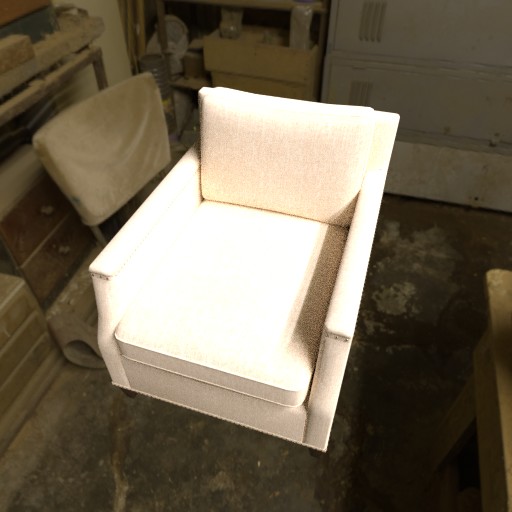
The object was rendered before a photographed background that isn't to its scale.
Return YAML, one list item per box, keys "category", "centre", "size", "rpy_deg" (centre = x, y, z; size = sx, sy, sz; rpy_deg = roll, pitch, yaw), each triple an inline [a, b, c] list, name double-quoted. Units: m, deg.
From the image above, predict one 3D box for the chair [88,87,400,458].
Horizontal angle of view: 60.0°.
- category: "chair"
  centre: [0.000, 0.000, 1.718]
  size: [0.838, 0.940, 1.041]
  rpy_deg: [13, 45, 13]
